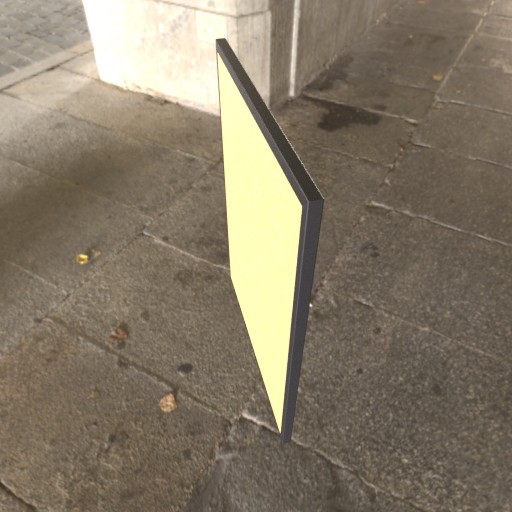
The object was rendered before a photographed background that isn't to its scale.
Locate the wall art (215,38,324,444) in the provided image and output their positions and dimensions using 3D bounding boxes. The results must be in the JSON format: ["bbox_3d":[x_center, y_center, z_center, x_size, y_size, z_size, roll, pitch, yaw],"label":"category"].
[{"bbox_3d":[0.000,0.000,1.380,0.030,1.027,0.774,-11,46,-11],"label":"wall art"}]
